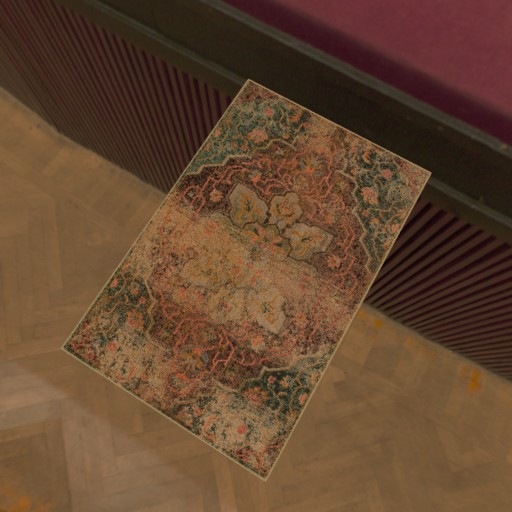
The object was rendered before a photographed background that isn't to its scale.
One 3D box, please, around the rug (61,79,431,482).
[{"bbox_3d":[0.000,0.000,2.999,1.566,0.004,2.363,31,77,8],"label":"rug"}]
